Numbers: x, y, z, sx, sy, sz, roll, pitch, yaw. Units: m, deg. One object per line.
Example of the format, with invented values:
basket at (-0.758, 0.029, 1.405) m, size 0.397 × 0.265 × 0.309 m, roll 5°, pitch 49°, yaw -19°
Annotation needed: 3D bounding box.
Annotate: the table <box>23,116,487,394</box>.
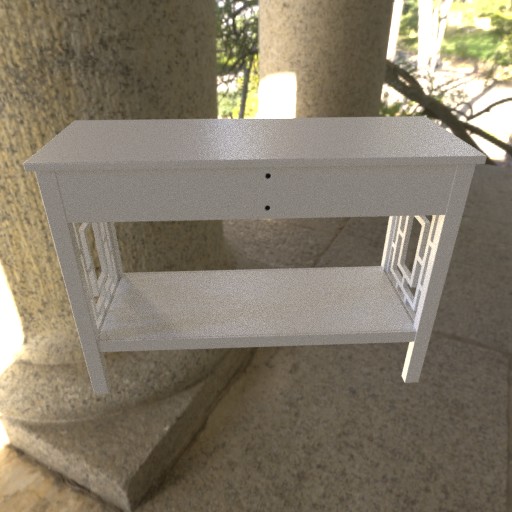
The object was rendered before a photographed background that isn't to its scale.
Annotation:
table at (0.000, 0.000, 1.381) m, size 1.068 × 0.753 × 0.397 m, roll -1°, pitch 31°, yaw -2°
